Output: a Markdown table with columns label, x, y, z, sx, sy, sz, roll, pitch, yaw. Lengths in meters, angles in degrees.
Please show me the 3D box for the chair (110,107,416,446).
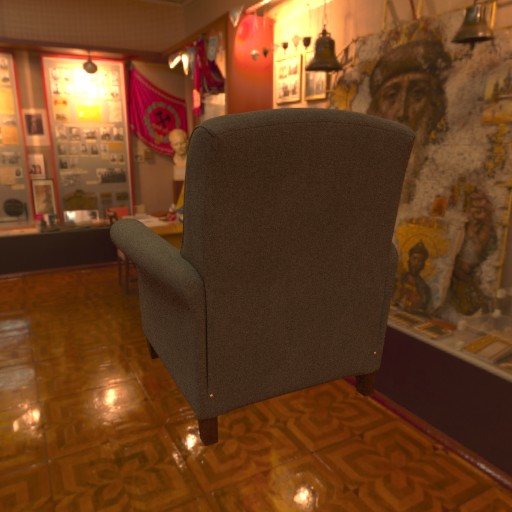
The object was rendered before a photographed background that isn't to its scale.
| label | x | y | z | sx | sy | sz | roll | pitch | yaw |
| --- | --- | --- | --- | --- | --- | --- | --- | --- | --- |
| chair | 0.000 | 0.000 | 1.767 | 0.978 | 1.061 | 0.905 | -7 | 15 | -26 |
